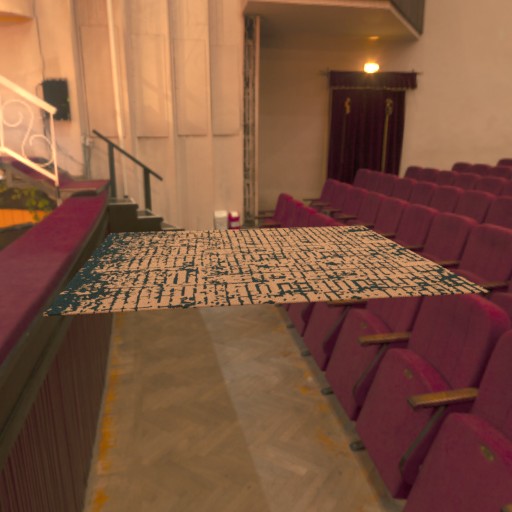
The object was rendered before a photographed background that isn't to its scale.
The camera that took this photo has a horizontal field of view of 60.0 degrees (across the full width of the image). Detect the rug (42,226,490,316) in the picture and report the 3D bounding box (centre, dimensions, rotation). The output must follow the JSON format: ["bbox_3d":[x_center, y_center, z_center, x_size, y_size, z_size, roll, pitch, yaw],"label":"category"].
[{"bbox_3d":[0.000,0.000,4.097,3.017,0.014,2.416,-2,15,-8],"label":"rug"}]
